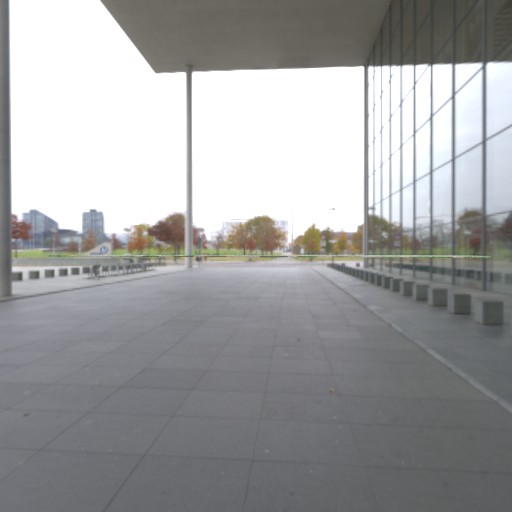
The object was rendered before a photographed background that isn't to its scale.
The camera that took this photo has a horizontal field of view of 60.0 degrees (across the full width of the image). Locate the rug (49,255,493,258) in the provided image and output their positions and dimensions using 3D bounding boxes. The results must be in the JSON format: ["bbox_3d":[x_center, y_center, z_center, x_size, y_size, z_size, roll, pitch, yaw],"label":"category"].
[{"bbox_3d":[0.000,0.000,2.674,2.438,0.006,0.761,0,0,20],"label":"rug"}]
